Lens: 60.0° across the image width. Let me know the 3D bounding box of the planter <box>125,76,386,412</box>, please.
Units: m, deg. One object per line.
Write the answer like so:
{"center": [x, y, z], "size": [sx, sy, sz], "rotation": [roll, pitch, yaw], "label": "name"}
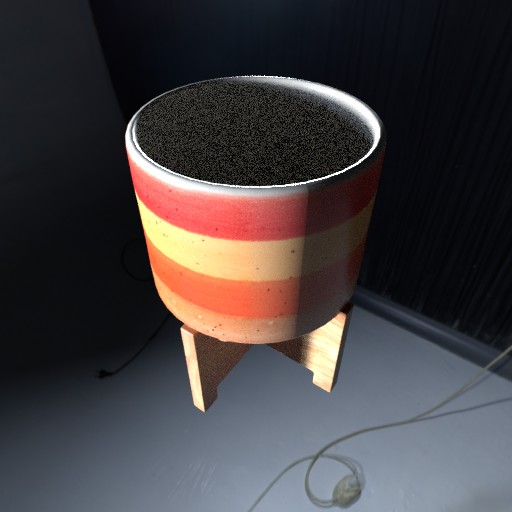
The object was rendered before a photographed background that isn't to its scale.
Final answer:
{"center": [0.000, 0.000, 0.417], "size": [0.199, 0.268, 0.199], "rotation": [0, 42, 0], "label": "planter"}
